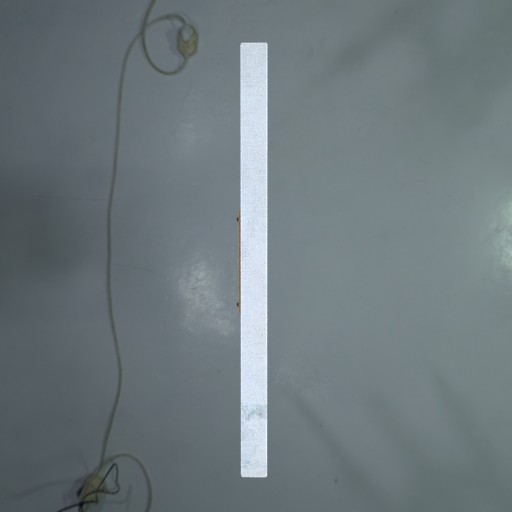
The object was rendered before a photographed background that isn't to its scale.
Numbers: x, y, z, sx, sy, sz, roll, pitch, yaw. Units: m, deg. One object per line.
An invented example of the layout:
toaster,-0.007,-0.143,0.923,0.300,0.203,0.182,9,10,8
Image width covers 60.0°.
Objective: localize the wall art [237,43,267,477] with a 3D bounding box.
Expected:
wall art,0.000,0.000,0.918,0.044,0.605,0.605,0,92,1
